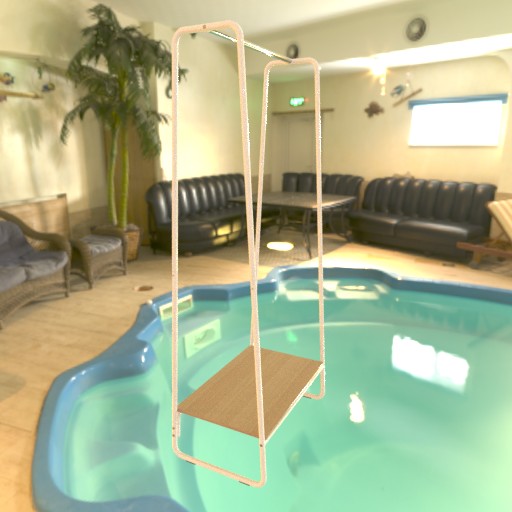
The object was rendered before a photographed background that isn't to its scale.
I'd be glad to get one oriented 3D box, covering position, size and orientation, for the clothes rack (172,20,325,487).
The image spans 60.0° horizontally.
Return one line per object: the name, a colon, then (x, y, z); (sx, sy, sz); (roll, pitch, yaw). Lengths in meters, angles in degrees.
clothes rack: (0.000, 0.000, 1.710); (0.400, 1.500, 0.640); (7, 16, 26)
